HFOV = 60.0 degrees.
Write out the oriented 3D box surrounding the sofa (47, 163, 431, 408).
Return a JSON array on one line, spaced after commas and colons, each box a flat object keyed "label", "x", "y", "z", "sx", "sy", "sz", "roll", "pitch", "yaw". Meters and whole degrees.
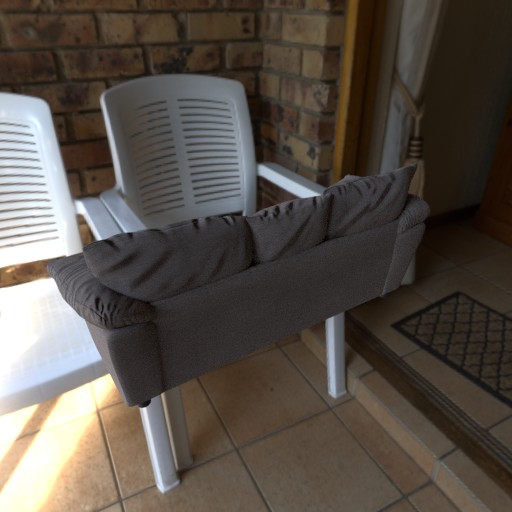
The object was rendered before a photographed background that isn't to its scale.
[{"label": "sofa", "x": 0.000, "y": 0.000, "z": 2.888, "sx": 2.390, "sy": 1.043, "sz": 0.927, "roll": -18, "pitch": 34, "yaw": -28}]
